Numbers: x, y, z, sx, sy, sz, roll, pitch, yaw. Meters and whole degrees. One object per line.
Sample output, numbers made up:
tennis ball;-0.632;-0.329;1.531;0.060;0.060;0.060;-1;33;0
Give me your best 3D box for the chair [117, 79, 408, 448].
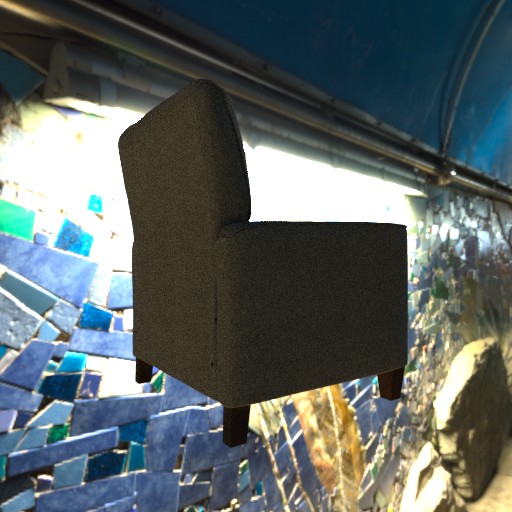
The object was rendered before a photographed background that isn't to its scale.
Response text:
chair;0.000;0.000;1.686;0.858;1.028;0.841;0;1;-35
